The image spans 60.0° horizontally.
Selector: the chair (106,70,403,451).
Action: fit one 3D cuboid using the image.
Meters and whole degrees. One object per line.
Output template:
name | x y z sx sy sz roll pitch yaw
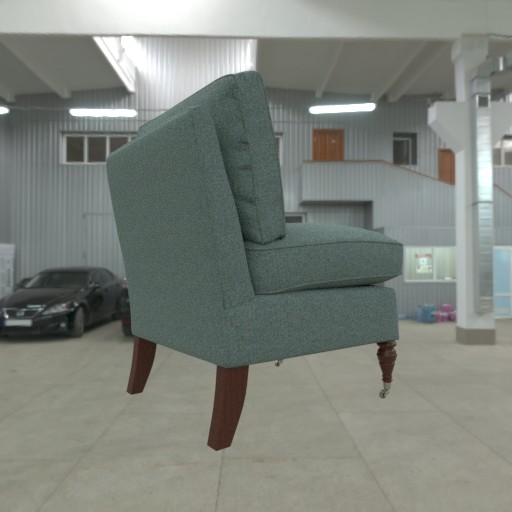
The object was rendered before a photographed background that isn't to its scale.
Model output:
chair | 0.000 0.000 1.437 0.796 0.901 0.624 1 -1 -36
